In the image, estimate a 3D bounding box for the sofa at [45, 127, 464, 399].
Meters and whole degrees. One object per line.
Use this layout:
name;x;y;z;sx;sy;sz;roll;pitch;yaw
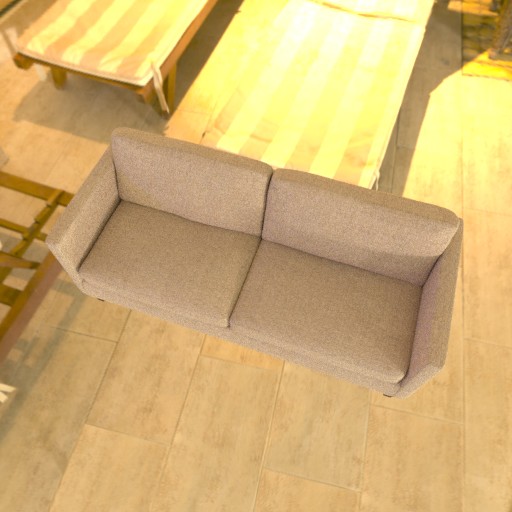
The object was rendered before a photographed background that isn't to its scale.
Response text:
sofa;0.000;0.000;2.707;2.208;0.965;0.951;17;61;10
